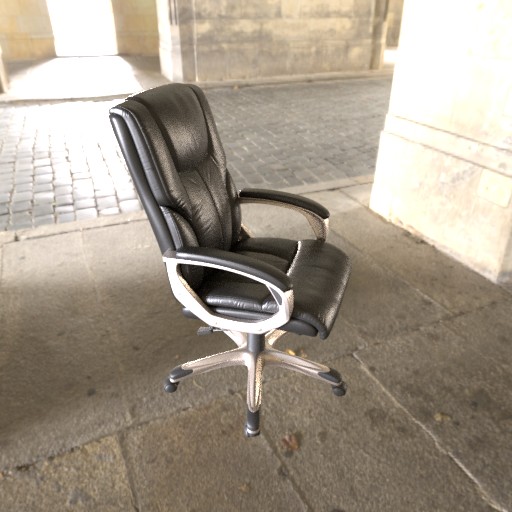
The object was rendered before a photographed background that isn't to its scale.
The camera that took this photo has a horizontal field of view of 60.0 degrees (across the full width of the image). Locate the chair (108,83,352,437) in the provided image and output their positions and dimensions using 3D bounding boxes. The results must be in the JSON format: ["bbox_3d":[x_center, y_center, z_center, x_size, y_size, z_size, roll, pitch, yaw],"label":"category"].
[{"bbox_3d":[0.000,0.000,1.640,0.780,1.145,0.700,10,31,17],"label":"chair"}]
